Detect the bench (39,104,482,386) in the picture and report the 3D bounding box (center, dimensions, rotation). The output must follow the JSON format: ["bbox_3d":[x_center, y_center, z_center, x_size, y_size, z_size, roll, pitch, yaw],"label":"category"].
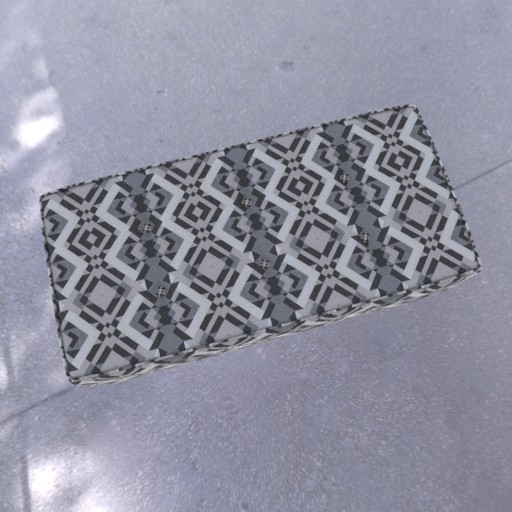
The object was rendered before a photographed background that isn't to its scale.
[{"bbox_3d":[0.000,0.000,1.290,1.016,0.477,0.492,-15,76,-4],"label":"bench"}]
